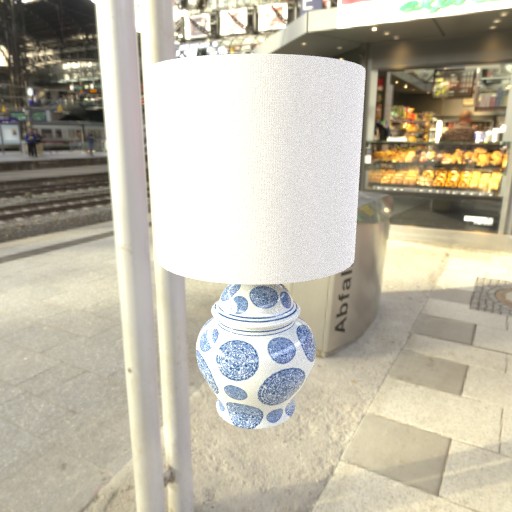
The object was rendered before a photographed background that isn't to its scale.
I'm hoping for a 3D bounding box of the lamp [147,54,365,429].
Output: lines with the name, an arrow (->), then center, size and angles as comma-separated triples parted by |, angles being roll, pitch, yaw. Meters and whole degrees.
lamp -> 0.000, 0.000, 0.495 | 0.215, 0.381, 0.215 | 8, 17, 27
